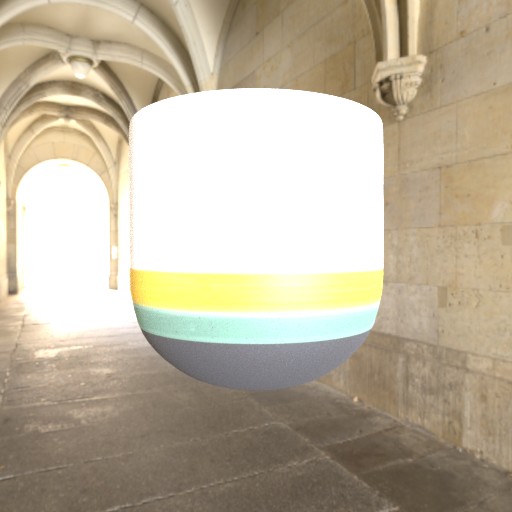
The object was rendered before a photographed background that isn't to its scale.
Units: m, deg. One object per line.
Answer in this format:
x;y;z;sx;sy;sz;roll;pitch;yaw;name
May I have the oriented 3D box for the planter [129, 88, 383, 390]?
0.000;0.000;0.486;0.268;0.270;0.268;0;1;0;planter
